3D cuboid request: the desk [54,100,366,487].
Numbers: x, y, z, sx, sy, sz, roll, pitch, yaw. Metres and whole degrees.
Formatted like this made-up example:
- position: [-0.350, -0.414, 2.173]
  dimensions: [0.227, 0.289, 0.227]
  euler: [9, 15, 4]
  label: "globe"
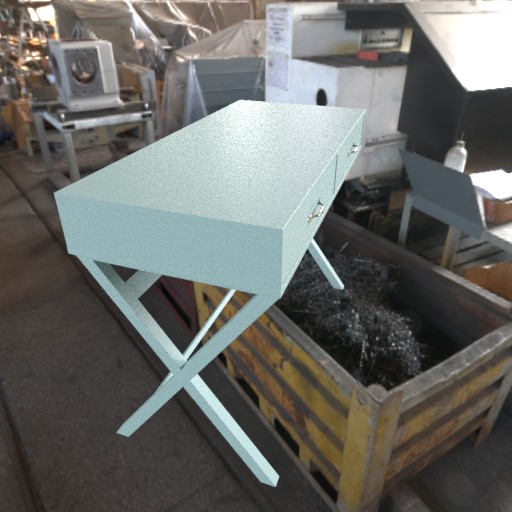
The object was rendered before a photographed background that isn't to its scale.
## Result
- position: [0.000, 0.000, 1.482]
  dimensions: [0.525, 0.780, 1.057]
  euler: [10, 32, 17]
  label: "desk"
